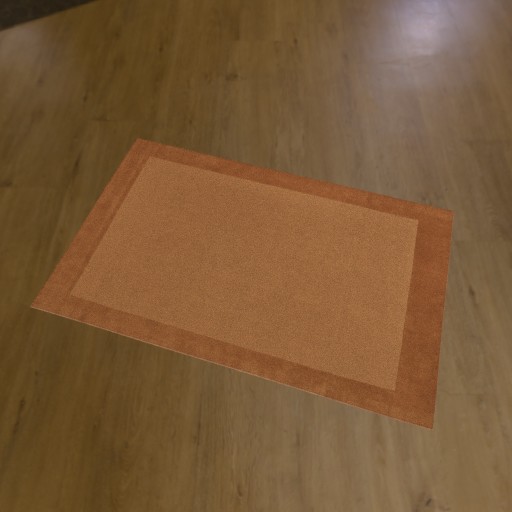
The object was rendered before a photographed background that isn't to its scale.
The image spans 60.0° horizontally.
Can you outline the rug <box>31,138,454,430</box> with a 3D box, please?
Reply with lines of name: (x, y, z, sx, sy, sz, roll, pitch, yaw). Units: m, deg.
rug: (0.000, 0.000, 2.921, 2.438, 0.014, 1.524, 15, 60, 9)
